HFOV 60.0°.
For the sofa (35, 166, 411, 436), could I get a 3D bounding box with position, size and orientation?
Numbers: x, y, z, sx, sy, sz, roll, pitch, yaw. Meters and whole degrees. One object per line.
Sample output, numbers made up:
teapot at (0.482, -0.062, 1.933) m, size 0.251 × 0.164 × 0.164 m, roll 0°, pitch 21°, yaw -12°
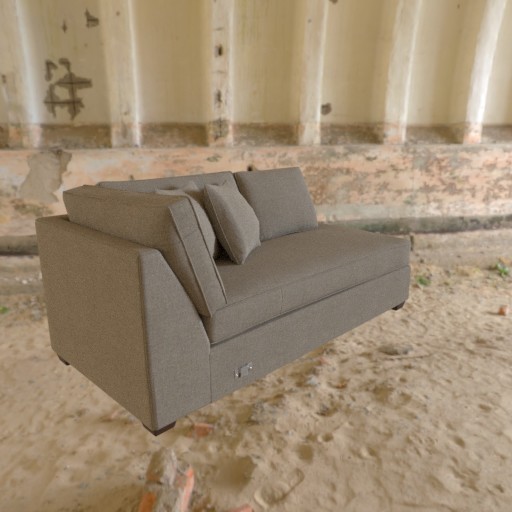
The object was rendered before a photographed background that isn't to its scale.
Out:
sofa at (0.000, 0.000, 2.806) m, size 2.238 × 1.019 × 1.110 m, roll -15°, pitch 21°, yaw -43°
